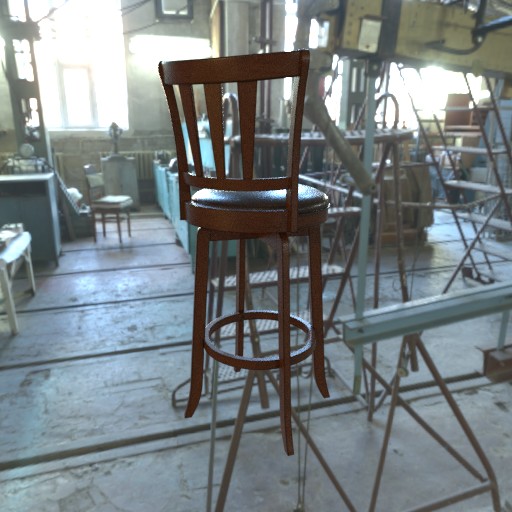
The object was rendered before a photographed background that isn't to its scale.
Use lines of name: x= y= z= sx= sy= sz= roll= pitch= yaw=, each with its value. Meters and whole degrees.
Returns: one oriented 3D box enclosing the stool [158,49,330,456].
stool: x=0.000 y=0.000 z=1.461 sx=0.464 sy=1.177 sz=0.503 roll=9 pitch=18 yaw=27
